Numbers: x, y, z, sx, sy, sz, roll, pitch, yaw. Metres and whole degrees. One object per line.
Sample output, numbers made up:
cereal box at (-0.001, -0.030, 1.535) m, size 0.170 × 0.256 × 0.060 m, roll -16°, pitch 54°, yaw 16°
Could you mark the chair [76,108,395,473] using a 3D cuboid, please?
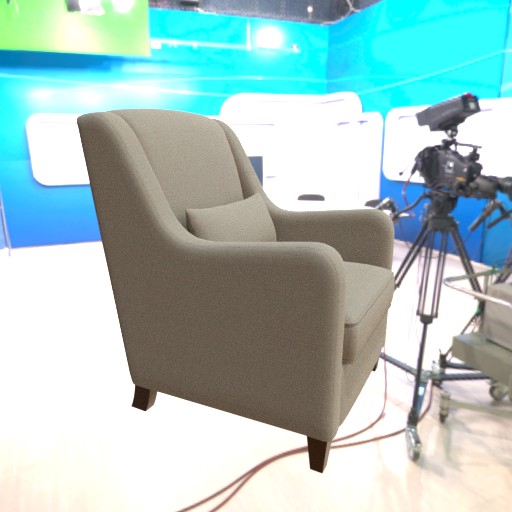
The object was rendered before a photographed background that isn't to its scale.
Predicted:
chair at (0.000, 0.000, 1.581) m, size 0.896 × 1.017 × 0.715 m, roll 8°, pitch 17°, yaw 27°
